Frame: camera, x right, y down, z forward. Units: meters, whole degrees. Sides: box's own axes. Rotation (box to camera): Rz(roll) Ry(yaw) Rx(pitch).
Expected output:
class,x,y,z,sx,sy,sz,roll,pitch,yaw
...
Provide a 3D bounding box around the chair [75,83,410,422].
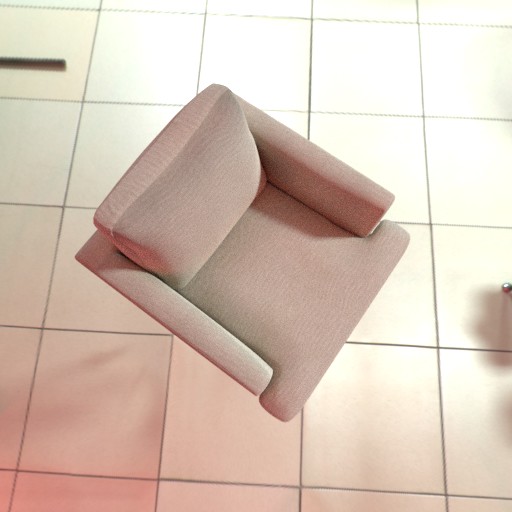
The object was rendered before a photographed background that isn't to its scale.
class,x,y,z,sx,sy,sz,roll,pitch,yaw
chair,0.000,0.000,1.672,0.899,0.957,0.858,35,77,9
